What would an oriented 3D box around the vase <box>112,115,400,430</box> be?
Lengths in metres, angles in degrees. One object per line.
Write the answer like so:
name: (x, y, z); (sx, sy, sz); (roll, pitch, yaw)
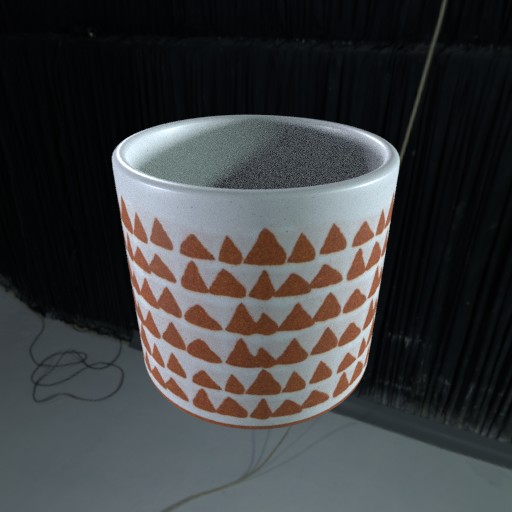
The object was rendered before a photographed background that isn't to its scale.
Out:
vase: (0.000, 0.000, 0.248); (0.137, 0.127, 0.137); (0, 29, 0)
